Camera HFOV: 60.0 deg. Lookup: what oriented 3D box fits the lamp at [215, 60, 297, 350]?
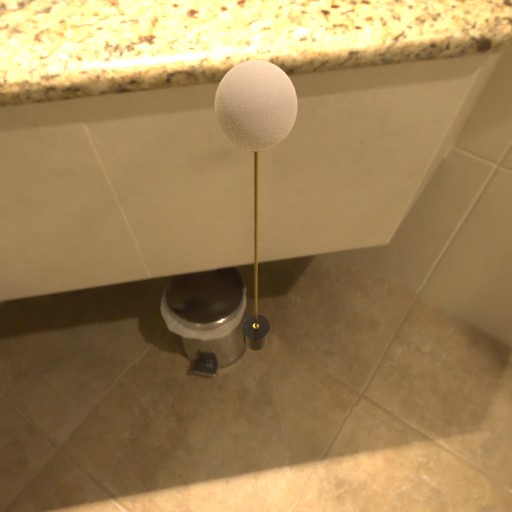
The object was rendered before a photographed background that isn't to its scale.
[{"bbox_3d":[0.000,0.000,1.857,0.229,1.748,0.229,-2,57,-1],"label":"lamp"}]
